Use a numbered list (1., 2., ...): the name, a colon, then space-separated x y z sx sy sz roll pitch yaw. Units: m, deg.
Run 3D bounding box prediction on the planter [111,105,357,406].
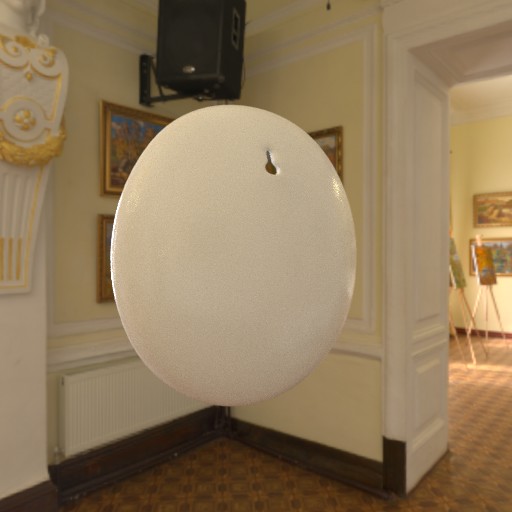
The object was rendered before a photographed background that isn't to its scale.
1. planter: 0.000 0.000 0.282 0.185 0.188 0.043 0 1 -36
